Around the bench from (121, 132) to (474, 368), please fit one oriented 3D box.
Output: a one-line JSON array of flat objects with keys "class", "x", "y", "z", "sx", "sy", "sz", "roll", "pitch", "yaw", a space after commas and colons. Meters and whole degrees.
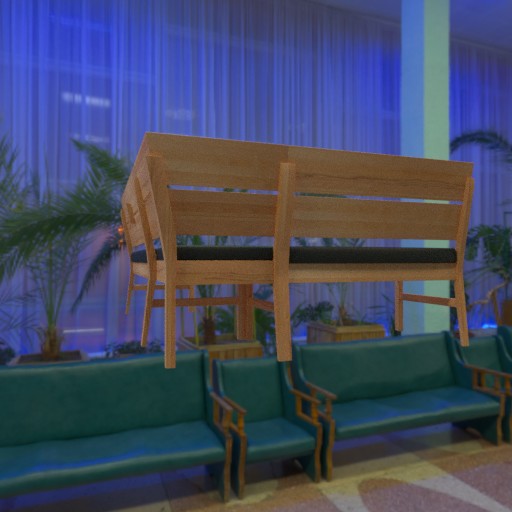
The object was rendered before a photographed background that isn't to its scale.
[{"class": "bench", "x": 0.000, "y": 0.000, "z": 2.792, "sx": 1.548, "sy": 0.890, "sz": 1.948, "roll": 0, "pitch": -1, "yaw": -20}]
